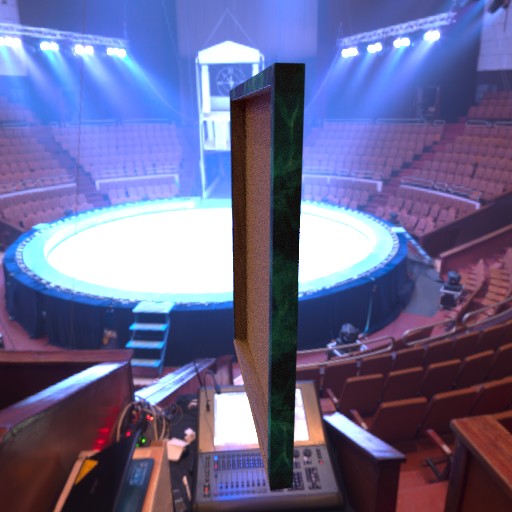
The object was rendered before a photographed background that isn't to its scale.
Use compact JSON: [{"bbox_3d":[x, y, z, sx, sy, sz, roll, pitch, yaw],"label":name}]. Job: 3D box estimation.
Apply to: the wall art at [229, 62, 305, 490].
[{"bbox_3d":[0.000,0.000,0.863,0.038,0.635,0.508,-3,17,-9],"label":"wall art"}]
